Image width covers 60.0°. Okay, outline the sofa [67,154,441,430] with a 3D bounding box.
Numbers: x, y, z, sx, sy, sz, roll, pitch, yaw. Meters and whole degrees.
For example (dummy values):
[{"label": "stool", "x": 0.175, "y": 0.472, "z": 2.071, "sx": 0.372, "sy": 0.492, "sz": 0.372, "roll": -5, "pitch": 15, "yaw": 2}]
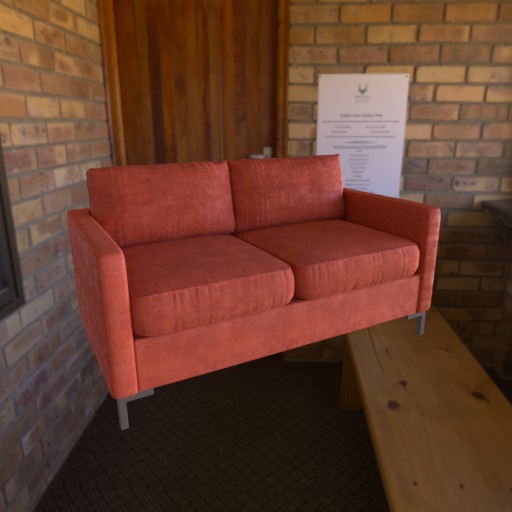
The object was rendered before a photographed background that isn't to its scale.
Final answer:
[{"label": "sofa", "x": 0.000, "y": 0.000, "z": 2.136, "sx": 1.574, "sy": 0.896, "sz": 0.864, "roll": -9, "pitch": 19, "yaw": -27}]
